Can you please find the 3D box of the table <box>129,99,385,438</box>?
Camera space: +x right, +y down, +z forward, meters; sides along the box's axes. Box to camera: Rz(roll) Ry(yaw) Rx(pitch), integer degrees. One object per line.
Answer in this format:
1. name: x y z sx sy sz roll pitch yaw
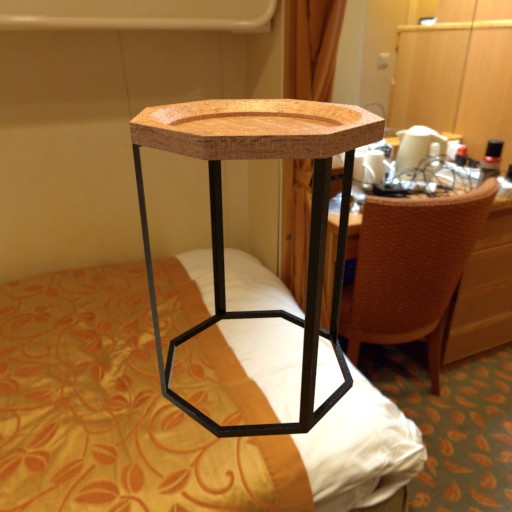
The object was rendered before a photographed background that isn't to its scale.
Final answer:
1. table: 0.000 0.000 0.891 0.437 0.553 0.437 8 27 17
